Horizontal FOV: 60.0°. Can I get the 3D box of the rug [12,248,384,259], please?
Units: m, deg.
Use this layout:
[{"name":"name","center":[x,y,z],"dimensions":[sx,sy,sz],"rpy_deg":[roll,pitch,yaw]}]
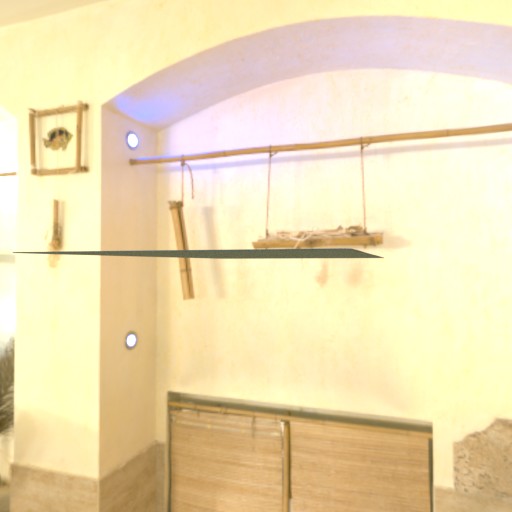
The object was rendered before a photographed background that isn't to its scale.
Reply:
[{"name":"rug","center":[0.000,0.000,2.930],"dimensions":[1.525,0.007,2.440],"rpy_deg":[0,-1,19]}]
